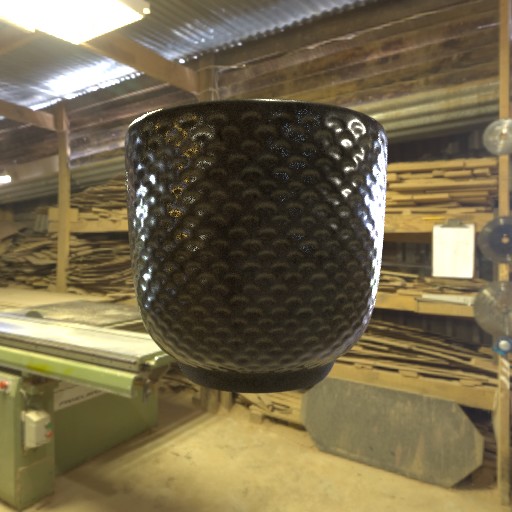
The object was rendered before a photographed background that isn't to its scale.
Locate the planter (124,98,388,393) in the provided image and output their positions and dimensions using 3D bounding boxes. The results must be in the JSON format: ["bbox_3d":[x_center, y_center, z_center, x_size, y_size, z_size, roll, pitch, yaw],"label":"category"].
[{"bbox_3d":[0.000,0.000,0.246,0.140,0.129,0.140,0,1,0],"label":"planter"}]
